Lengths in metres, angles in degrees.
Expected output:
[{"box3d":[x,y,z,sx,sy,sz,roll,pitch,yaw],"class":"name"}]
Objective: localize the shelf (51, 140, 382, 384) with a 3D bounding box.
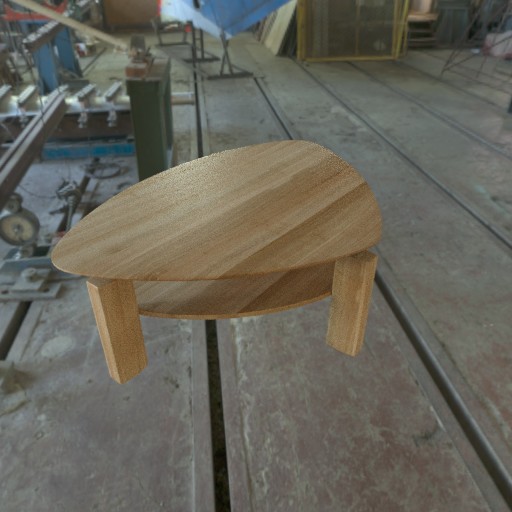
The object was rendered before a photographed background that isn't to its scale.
[{"box3d":[0.000,0.000,1.588,0.863,0.439,1.240,22,39,31],"class":"shelf"}]
